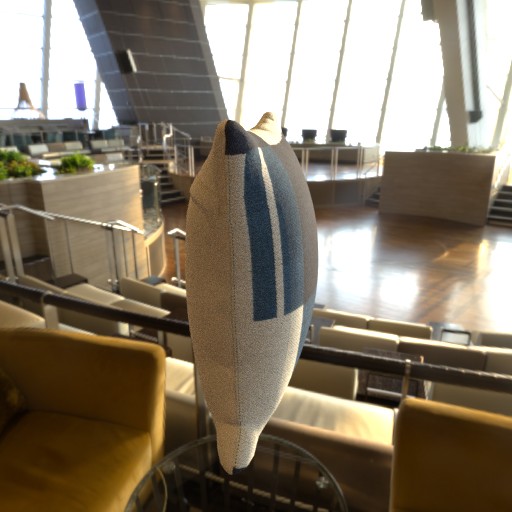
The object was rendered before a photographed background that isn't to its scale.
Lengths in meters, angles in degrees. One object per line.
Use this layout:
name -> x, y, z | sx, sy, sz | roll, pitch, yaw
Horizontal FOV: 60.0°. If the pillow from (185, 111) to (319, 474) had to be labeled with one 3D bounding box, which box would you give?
pillow -> 0.000, 0.000, 0.815 | 0.229, 0.506, 0.536 | 2, 18, 7
